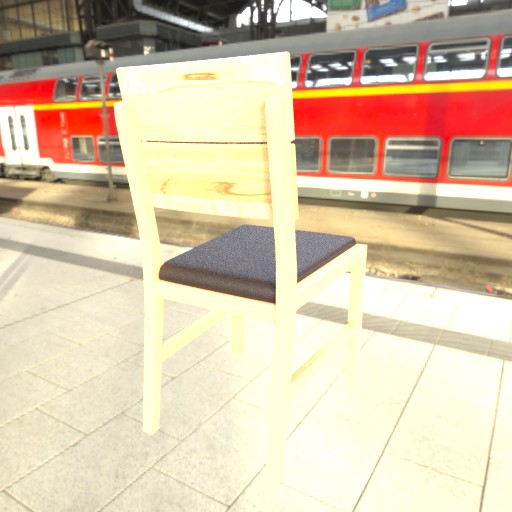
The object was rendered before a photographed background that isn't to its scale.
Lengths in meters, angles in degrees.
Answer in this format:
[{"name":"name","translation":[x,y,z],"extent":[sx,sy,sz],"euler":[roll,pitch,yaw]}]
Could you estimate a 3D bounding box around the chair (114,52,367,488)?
[{"name":"chair","translation":[0.000,0.000,1.244],"extent":[0.475,0.950,0.560],"euler":[9,18,28]}]
